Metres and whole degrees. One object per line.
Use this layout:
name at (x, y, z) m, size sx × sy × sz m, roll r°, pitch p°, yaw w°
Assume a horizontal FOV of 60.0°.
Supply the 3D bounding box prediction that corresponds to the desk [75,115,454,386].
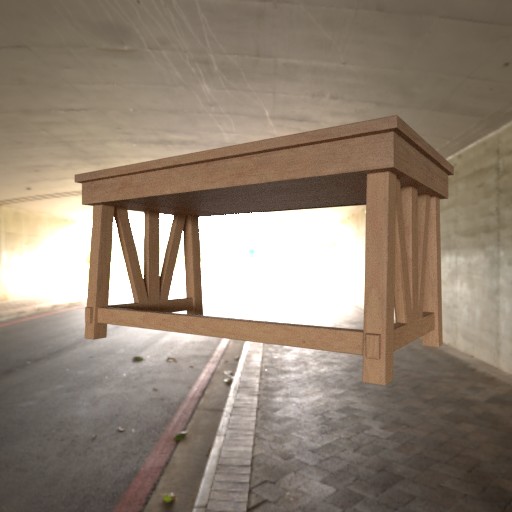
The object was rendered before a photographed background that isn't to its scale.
desk at (0.000, 0.000, 1.980) m, size 1.499 × 0.762 × 0.813 m, roll -1°, pitch -1°, yaw 34°
